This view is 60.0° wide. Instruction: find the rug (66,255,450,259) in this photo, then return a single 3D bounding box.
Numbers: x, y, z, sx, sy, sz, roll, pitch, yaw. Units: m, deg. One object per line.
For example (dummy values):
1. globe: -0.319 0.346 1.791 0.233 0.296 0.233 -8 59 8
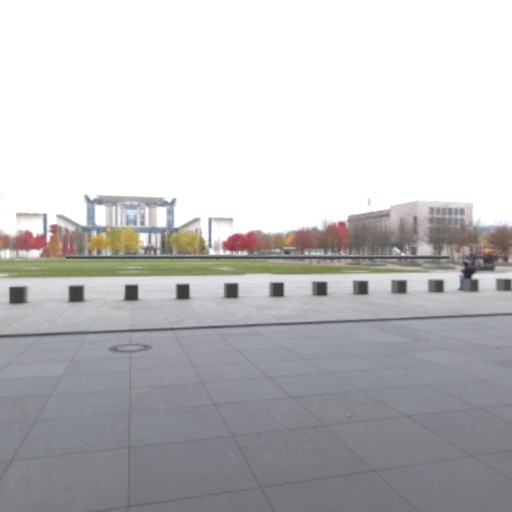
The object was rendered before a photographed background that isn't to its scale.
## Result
1. rug: 0.000 0.000 2.880 1.526 0.014 2.290 0 0 -1
